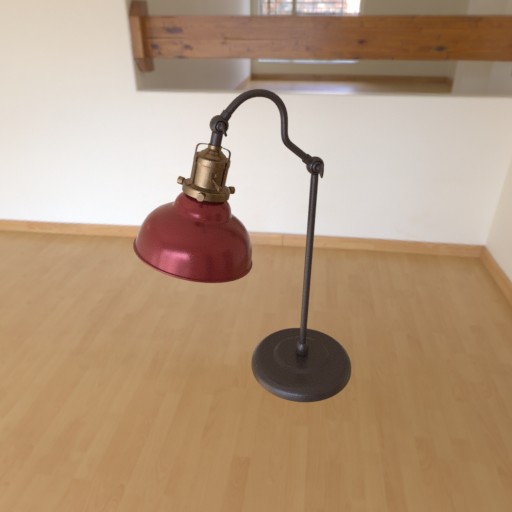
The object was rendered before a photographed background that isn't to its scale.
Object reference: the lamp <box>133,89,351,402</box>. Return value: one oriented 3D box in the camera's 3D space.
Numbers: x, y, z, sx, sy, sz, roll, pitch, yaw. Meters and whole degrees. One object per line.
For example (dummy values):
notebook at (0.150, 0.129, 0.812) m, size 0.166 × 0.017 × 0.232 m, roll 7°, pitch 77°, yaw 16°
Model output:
lamp at (0.000, 0.000, 0.714) m, size 0.374 × 0.508 × 0.192 m, roll -8°, pitch 30°, yaw -15°
